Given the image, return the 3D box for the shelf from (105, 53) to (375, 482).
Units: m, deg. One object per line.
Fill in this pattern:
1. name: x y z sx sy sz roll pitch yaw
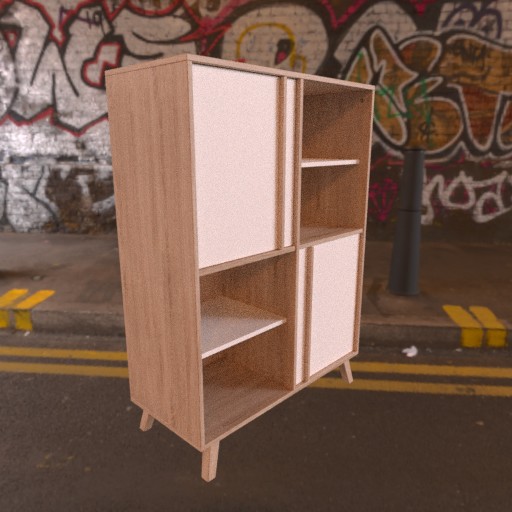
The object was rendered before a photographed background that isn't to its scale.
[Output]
1. shelf: 0.000 0.000 1.861 0.450 1.390 1.000 13 20 42
